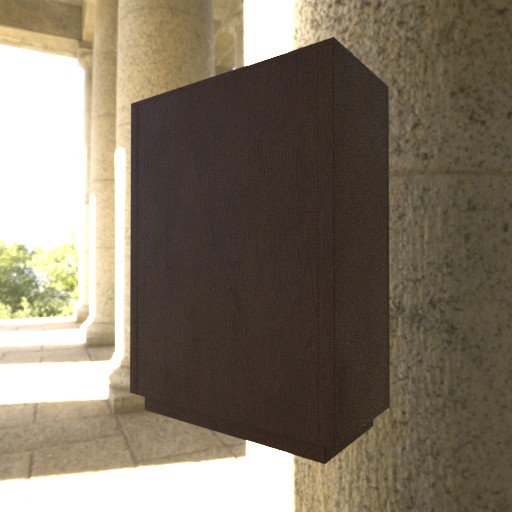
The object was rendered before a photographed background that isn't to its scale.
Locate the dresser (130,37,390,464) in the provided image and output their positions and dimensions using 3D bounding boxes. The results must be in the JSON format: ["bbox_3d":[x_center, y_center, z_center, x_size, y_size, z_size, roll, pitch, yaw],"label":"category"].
[{"bbox_3d":[0.000,0.000,1.830,0.964,1.320,0.516,-1,-1,36],"label":"dresser"}]
